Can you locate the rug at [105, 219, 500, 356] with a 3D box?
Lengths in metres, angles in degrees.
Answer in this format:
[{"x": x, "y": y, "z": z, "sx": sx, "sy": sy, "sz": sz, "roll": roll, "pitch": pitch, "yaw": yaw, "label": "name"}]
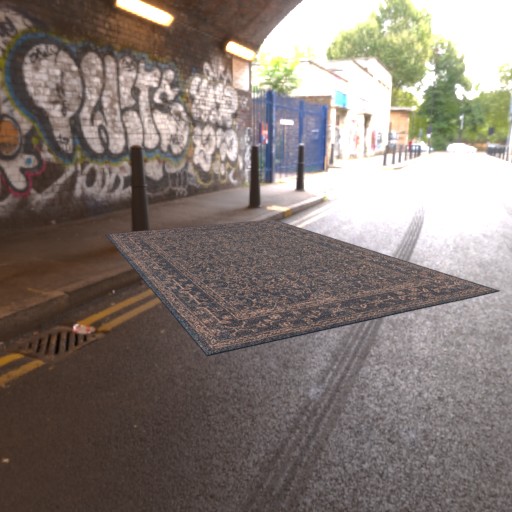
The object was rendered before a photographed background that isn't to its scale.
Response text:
[{"x": 0.000, "y": 0.000, "z": 2.236, "sx": 1.200, "sy": 0.005, "sz": 1.819, "roll": -7, "pitch": 16, "yaw": -26, "label": "rug"}]
